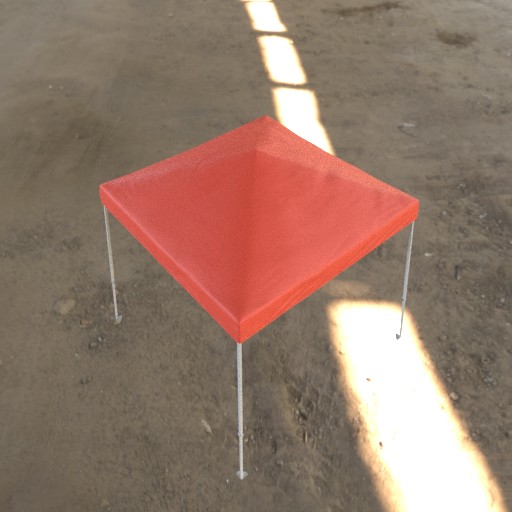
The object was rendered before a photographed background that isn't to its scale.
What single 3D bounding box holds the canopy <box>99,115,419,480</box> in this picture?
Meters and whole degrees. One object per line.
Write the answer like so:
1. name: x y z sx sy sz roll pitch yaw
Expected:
1. canopy: 0.000 0.000 5.210 2.850 2.850 2.849 -31 53 -27
